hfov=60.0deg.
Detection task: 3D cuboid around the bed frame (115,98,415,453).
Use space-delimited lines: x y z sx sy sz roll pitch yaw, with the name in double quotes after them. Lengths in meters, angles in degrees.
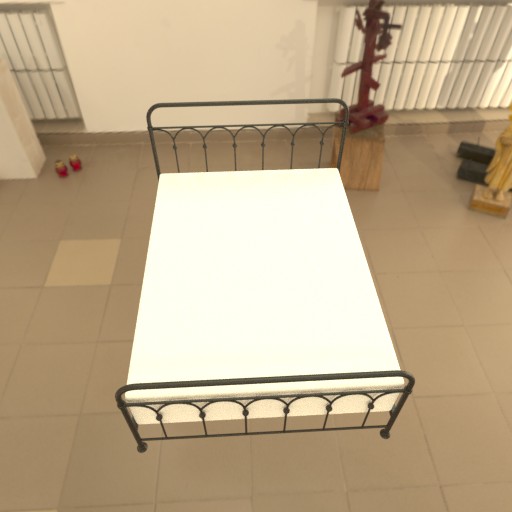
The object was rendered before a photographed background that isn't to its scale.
0.000 0.000 3.183 1.664 1.276 2.203 -2 46 -2 "bed frame"
